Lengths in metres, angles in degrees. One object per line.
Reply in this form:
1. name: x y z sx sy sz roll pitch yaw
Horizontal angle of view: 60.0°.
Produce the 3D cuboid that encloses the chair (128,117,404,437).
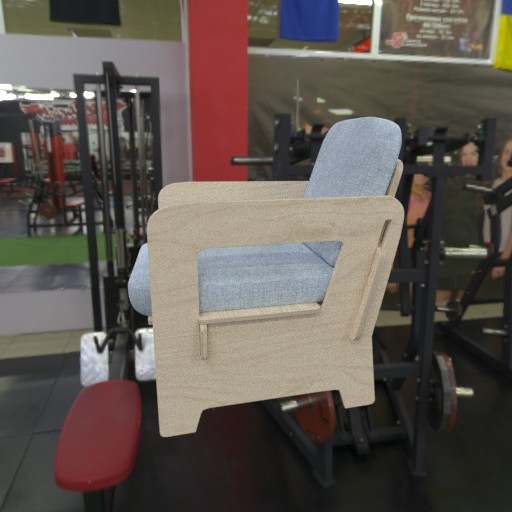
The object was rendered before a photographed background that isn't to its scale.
1. chair: 0.000 0.000 1.339 0.710 0.800 0.590 -2 14 -9
